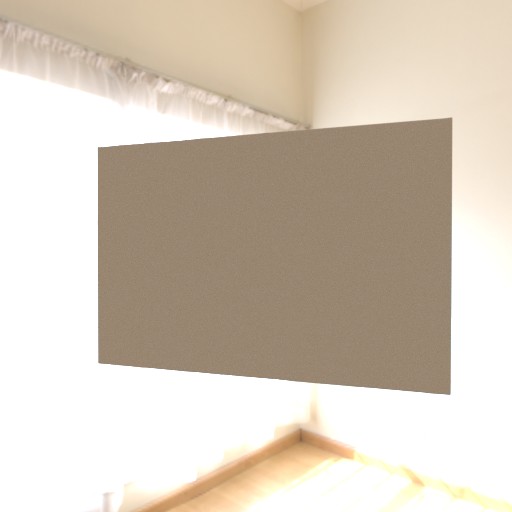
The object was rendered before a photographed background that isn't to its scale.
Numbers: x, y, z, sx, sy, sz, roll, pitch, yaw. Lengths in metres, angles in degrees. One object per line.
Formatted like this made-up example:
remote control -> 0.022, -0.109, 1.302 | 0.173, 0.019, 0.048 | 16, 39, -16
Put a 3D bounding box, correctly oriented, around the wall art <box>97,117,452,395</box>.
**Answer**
wall art -> 0.000, 0.000, 1.107 | 0.894, 0.595, 0.057 | 0, 1, 17
